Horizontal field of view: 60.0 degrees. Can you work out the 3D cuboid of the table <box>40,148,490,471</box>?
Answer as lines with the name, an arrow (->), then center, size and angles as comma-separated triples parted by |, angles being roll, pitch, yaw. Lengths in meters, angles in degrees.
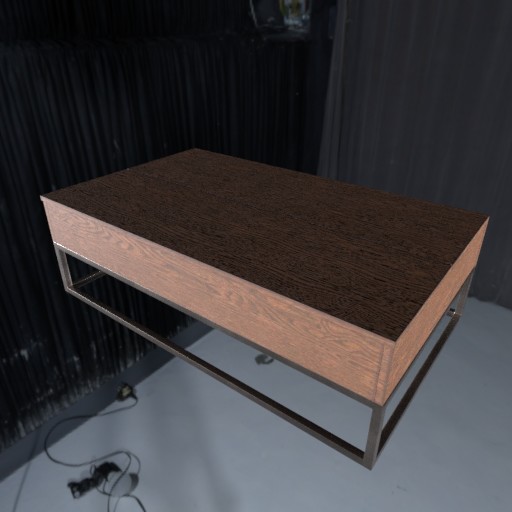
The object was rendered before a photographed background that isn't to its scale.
table -> 0.000, 0.000, 1.428 | 1.167, 0.361, 0.719 | 20, 35, 32
